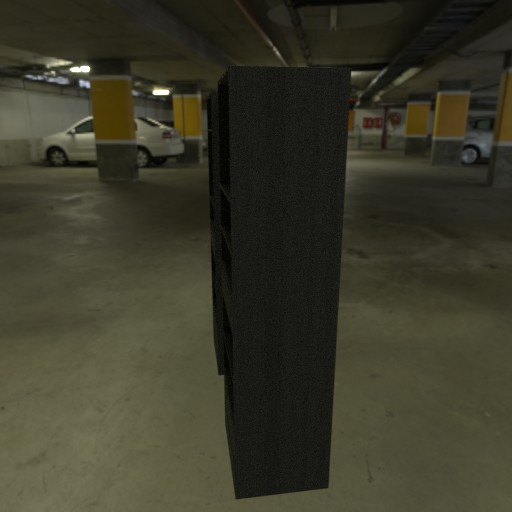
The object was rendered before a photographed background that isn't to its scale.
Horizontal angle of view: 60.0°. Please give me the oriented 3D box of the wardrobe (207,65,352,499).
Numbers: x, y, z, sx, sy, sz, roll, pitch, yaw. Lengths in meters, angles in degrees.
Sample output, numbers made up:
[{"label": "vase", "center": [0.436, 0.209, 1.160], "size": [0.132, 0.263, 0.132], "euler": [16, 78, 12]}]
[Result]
[{"label": "wardrobe", "center": [0.000, 0.000, 2.806], "size": [0.480, 2.000, 1.770], "euler": [-2, 16, -8]}]
